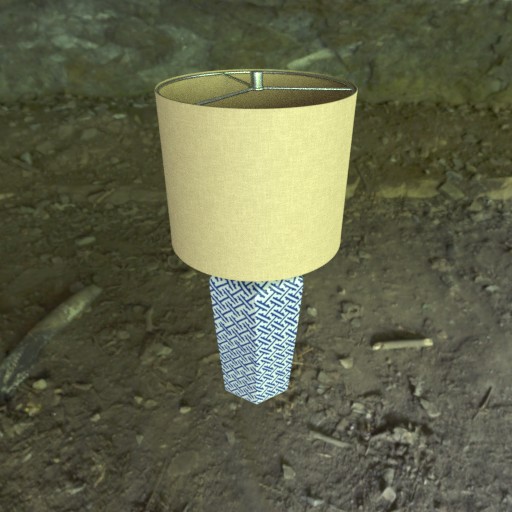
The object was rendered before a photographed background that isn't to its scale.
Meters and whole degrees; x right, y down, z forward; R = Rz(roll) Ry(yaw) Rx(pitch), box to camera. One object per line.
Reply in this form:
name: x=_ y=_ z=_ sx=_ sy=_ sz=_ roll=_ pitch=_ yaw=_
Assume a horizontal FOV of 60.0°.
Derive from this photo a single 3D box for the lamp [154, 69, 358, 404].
lamp: x=0.000 y=0.000 z=0.877 sx=0.320 sy=0.682 sz=0.320 roll=20 pitch=37 yaw=29
